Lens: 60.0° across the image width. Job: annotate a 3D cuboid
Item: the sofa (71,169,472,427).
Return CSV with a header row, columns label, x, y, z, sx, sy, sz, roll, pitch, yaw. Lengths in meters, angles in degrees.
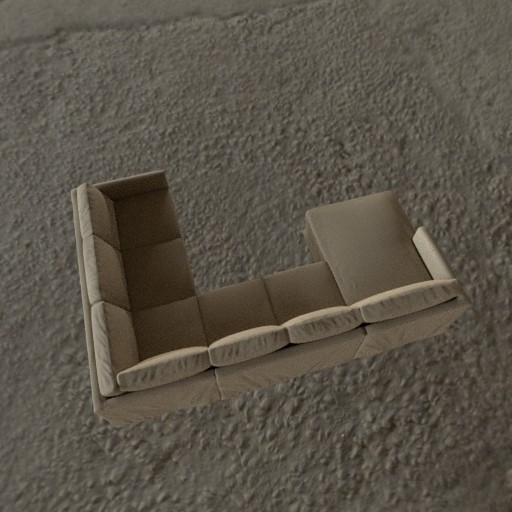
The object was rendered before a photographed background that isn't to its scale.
label,x,y,z,sx,sy,sz,roll,pitch,yaw
sofa,0.000,0.000,4.648,3.528,0.878,2.476,-14,61,-8
